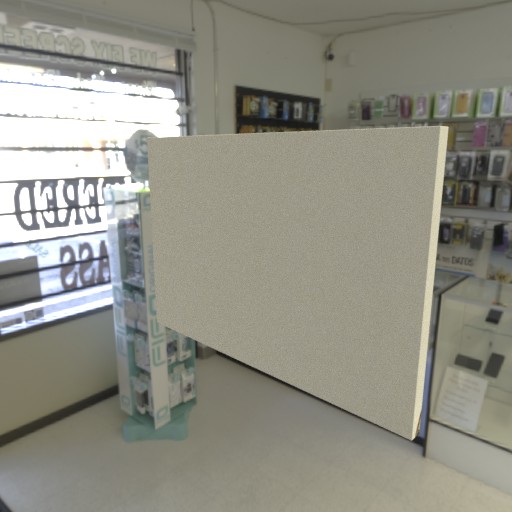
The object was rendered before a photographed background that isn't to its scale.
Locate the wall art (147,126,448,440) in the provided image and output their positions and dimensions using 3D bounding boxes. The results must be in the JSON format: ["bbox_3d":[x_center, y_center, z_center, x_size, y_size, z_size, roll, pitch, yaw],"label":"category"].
[{"bbox_3d":[0.000,0.000,1.128,0.898,0.601,0.038,13,18,43],"label":"wall art"}]
